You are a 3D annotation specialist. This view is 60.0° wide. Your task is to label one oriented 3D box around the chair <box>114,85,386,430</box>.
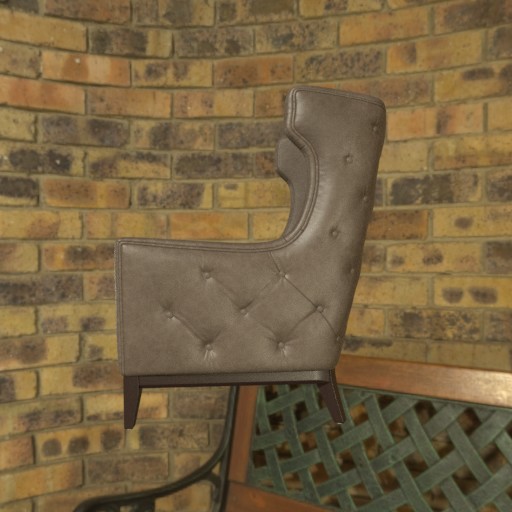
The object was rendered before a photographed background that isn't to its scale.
[{"bbox_3d":[0.000,0.000,1.724,0.899,1.079,0.769,0,0,0],"label":"chair"}]
